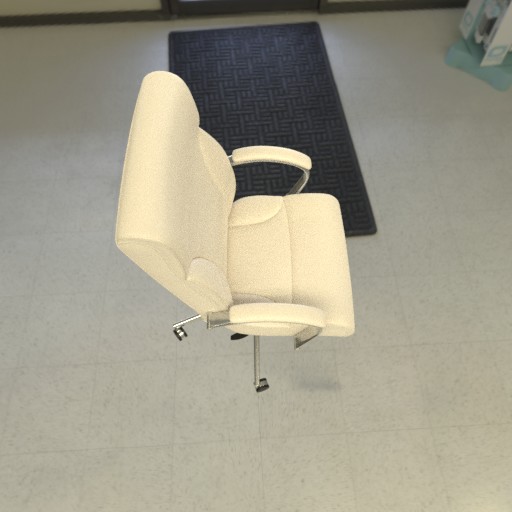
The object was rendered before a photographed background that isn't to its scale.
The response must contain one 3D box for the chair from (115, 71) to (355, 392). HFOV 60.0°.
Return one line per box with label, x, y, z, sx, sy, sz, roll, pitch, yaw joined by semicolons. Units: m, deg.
chair;0.000;0.000;1.578;0.745;1.099;0.727;-1;61;0
